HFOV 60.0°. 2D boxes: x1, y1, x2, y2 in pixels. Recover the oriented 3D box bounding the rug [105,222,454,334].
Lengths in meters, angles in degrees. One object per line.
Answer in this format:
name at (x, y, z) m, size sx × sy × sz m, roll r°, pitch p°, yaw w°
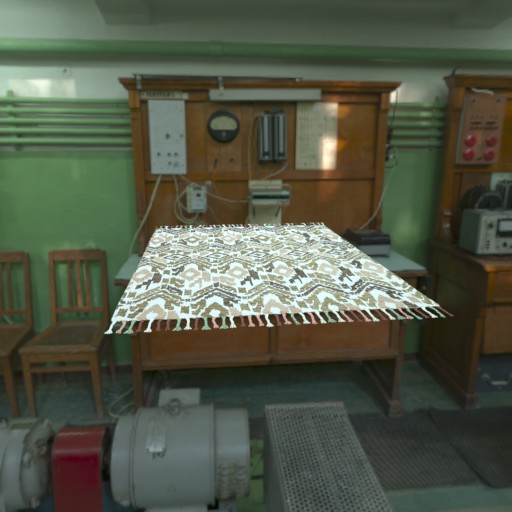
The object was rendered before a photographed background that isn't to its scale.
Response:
rug at (0.000, 0.000, 2.345) m, size 1.219 × 0.008 × 1.829 m, roll -2°, pitch 15°, yaw -7°
